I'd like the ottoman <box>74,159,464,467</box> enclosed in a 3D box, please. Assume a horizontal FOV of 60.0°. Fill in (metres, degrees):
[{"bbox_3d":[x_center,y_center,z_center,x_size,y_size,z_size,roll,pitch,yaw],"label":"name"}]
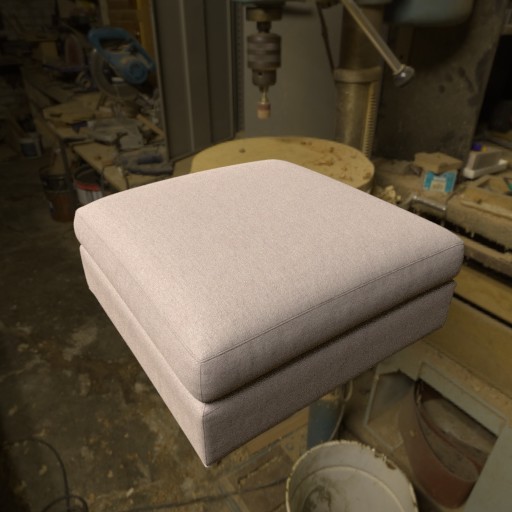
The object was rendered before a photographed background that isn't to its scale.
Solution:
[{"bbox_3d":[0.000,0.000,1.648,1.041,0.470,1.041,-19,36,-29],"label":"ottoman"}]
